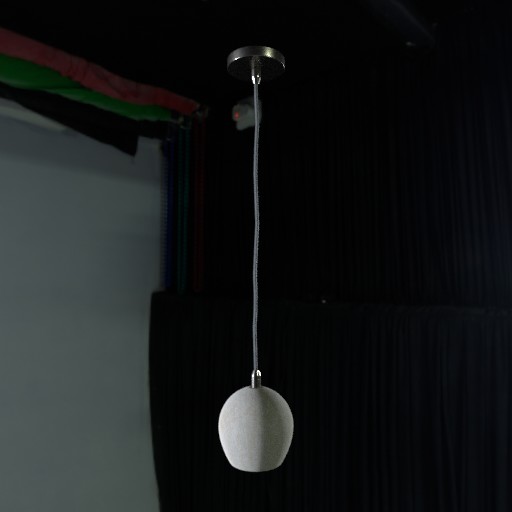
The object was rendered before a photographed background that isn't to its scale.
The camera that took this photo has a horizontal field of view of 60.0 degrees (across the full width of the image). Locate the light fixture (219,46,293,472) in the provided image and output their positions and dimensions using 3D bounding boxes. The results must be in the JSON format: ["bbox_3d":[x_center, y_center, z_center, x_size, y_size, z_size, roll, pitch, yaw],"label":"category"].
[{"bbox_3d":[0.000,0.000,0.846,0.139,0.764,0.139,-2,-3,38],"label":"light fixture"}]
